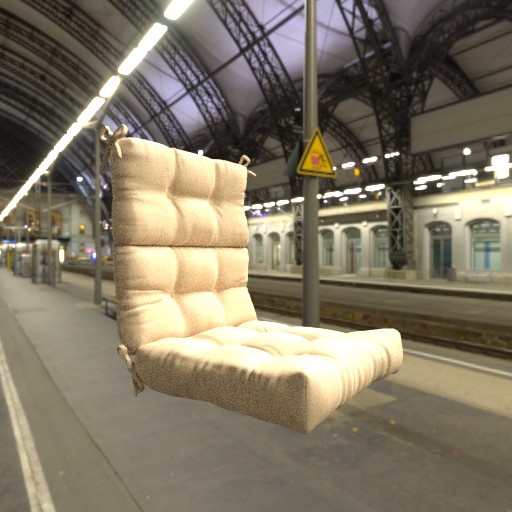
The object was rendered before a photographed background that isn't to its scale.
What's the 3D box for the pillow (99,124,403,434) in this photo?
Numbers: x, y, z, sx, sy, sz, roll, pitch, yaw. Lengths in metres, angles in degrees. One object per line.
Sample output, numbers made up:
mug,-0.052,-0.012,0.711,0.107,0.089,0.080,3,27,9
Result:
pillow,0.000,0.000,1.055,0.571,0.605,0.519,0,0,36
